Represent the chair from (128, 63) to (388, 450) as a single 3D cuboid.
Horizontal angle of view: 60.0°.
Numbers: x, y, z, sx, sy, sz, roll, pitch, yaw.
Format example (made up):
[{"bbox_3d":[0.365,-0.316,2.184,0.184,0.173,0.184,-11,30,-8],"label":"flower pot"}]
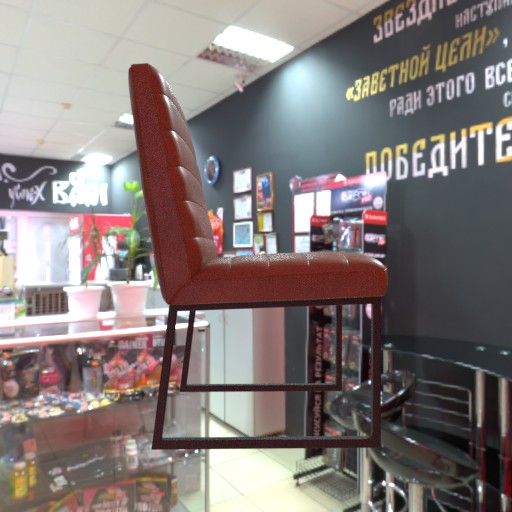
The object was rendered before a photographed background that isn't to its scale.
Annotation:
[{"bbox_3d":[0.000,0.000,1.299,0.634,0.930,0.520,0,0,-1],"label":"chair"}]
